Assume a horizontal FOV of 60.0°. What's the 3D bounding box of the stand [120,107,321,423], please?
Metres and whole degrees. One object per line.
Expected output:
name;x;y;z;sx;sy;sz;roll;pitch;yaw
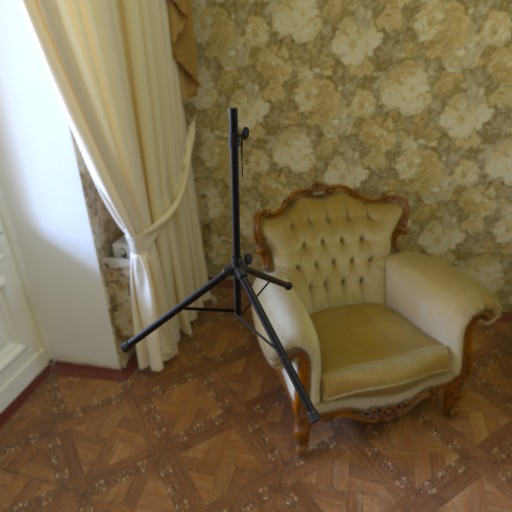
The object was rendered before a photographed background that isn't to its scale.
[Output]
stand;0.000;0.000;1.836;1.045;1.136;0.907;-17;33;-28
